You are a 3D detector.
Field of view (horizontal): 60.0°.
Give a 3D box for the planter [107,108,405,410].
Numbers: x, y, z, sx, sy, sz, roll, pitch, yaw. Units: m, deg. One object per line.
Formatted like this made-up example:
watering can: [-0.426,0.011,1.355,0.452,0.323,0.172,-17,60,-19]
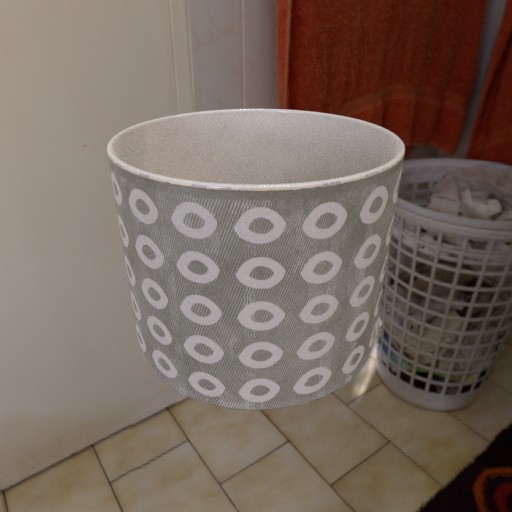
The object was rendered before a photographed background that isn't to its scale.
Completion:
planter: [0.000,0.000,0.338,0.190,0.181,0.190,0,29,0]
